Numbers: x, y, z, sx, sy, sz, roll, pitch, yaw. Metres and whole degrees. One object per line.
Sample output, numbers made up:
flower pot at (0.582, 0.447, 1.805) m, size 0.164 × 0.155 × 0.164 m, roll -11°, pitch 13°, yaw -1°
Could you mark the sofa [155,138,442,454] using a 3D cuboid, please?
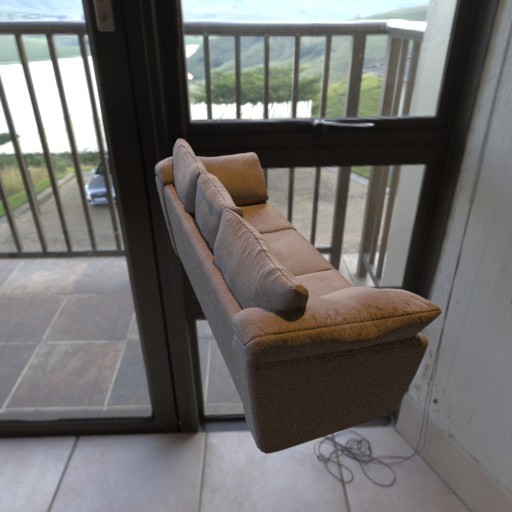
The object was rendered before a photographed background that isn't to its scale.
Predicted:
sofa at (0.000, 0.000, 2.803) m, size 0.878 × 0.996 × 2.334 m, roll -10°, pitch 32°, yaw -17°
